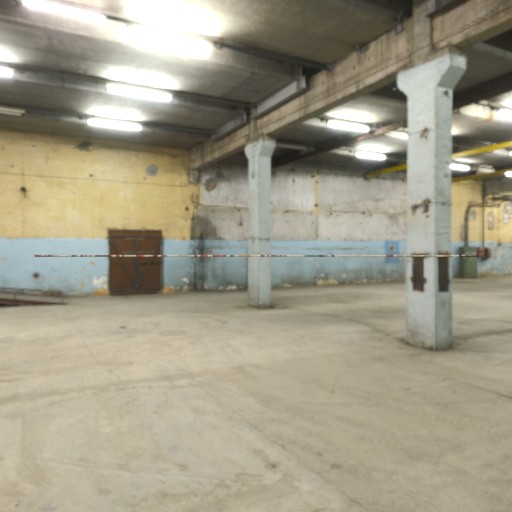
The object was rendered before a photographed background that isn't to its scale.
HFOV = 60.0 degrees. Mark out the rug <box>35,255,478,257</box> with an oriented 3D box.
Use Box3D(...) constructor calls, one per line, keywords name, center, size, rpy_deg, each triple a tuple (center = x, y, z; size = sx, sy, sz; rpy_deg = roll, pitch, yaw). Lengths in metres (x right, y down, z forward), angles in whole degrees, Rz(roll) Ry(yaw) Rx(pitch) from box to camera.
Box3D(name="rug", center=(0.000, 0.000, 3.037), size=(2.682, 0.015, 0.763), rpy_deg=(0, 0, 1))
